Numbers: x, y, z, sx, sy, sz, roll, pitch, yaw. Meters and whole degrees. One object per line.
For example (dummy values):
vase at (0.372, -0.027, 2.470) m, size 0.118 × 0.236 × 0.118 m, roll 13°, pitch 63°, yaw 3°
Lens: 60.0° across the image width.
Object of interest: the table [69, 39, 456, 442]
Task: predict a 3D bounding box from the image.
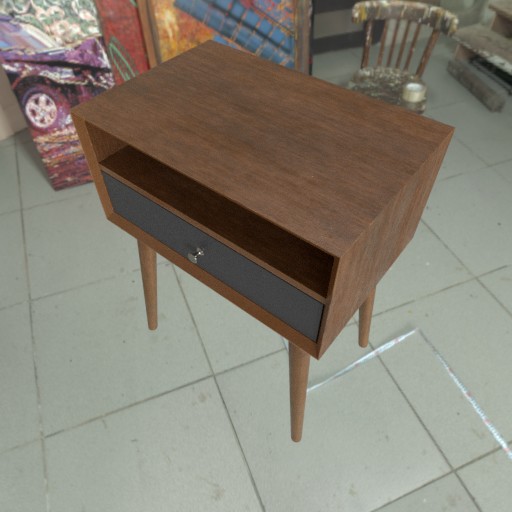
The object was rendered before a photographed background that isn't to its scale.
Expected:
table at (0.000, 0.000, 0.838) m, size 0.454 × 0.580 × 0.307 m, roll 31°, pitch 55°, yaw 24°
